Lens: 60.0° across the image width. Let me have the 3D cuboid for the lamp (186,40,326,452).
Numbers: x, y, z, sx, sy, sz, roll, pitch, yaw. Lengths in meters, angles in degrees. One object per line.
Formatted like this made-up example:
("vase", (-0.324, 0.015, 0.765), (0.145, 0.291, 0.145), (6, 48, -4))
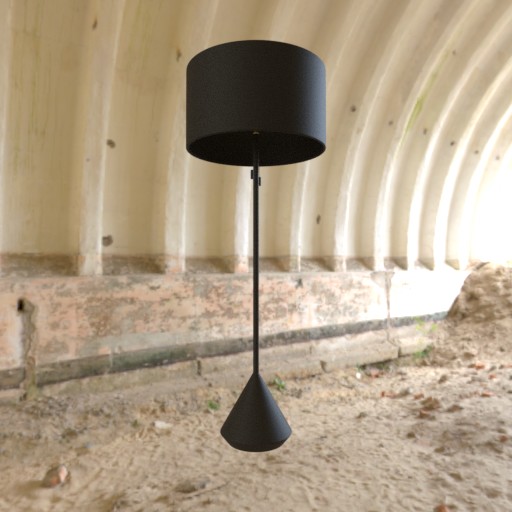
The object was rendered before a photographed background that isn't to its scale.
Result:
("lamp", (0.000, 0.000, 1.845), (0.580, 1.526, 0.580), (0, -1, 18))
